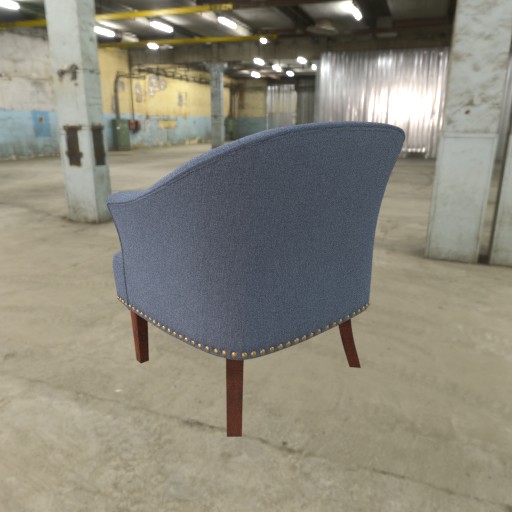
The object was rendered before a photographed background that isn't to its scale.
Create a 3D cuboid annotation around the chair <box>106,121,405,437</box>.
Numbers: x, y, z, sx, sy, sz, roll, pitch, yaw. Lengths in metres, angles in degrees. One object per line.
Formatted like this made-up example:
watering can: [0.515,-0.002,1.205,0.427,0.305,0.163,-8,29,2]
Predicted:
chair: [0.000,0.000,1.412,0.772,0.815,0.704,-14,21,-39]
